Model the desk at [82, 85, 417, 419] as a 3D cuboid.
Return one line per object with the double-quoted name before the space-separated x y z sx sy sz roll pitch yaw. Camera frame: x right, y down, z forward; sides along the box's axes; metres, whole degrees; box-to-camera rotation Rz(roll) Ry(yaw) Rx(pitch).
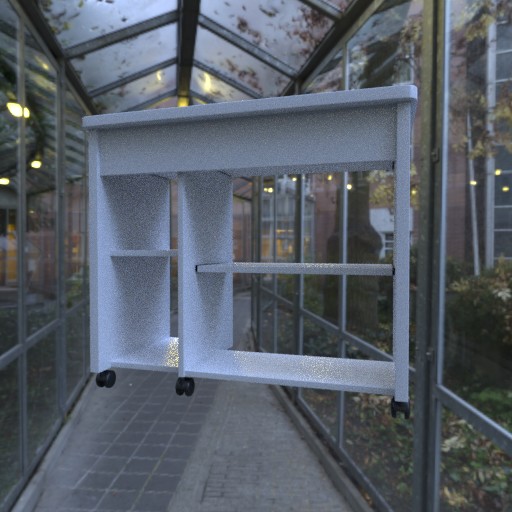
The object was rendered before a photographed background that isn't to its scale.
"desk" 0.000 0.000 1.319 0.877 0.763 0.475 0 1 17
